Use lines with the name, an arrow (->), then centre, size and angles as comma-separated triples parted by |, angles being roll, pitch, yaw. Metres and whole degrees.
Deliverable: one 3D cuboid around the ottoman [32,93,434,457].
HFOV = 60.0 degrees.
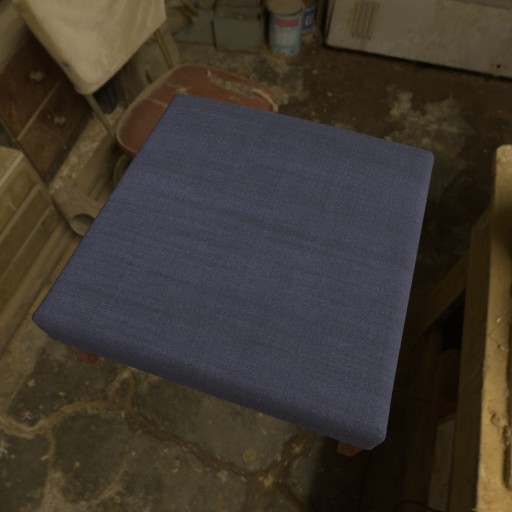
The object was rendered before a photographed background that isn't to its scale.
ottoman -> 0.000, 0.000, 1.372 | 0.890, 0.411, 0.889 | 16, 61, 9
